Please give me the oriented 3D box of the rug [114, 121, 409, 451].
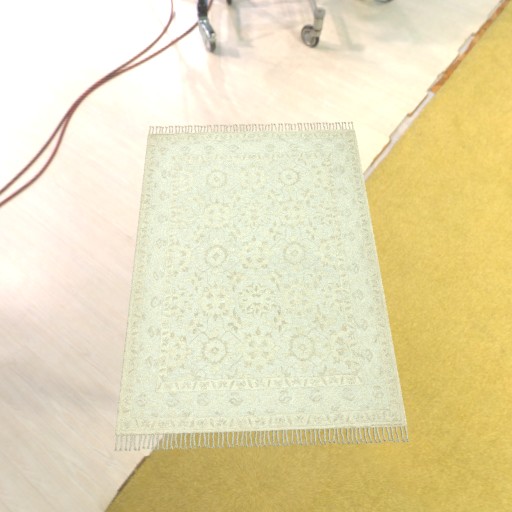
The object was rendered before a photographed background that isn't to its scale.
[{"bbox_3d":[0.000,0.000,2.235,1.223,0.015,1.771,-1,62,-1],"label":"rug"}]
